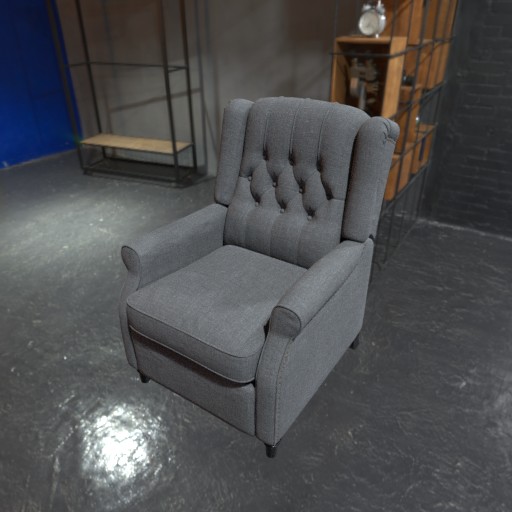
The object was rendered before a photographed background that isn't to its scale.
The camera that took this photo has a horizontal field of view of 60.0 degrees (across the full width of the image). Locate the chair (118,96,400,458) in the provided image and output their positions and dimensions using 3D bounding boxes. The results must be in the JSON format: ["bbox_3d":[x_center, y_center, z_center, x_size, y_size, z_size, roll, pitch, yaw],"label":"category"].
[{"bbox_3d":[0.000,0.000,1.664,0.742,1.035,0.898,18,34,29],"label":"chair"}]
